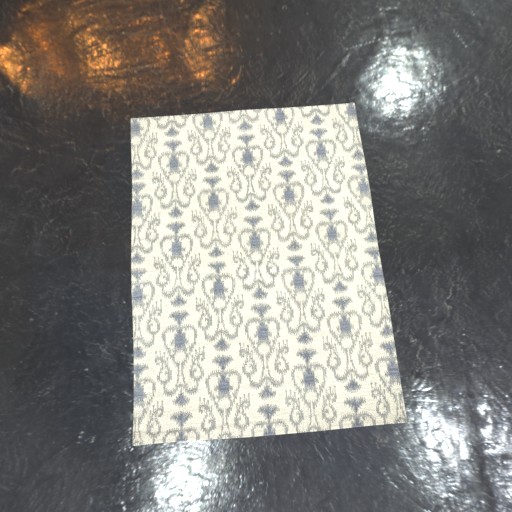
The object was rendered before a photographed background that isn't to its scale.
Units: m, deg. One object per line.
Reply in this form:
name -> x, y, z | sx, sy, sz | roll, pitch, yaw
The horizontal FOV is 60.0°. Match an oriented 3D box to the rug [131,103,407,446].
rug -> 0.000, 0.000, 2.989 | 1.676, 0.013, 2.261 | -4, 74, -1
